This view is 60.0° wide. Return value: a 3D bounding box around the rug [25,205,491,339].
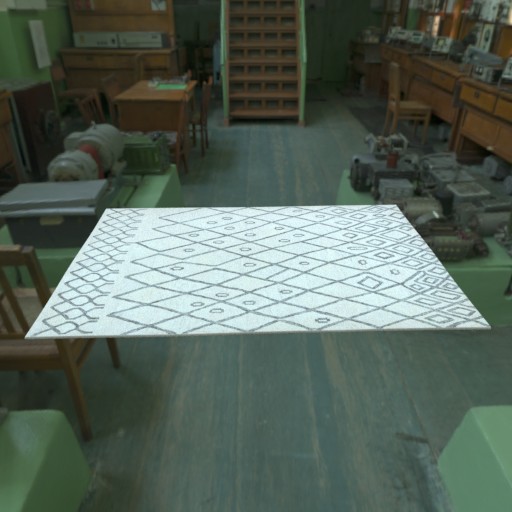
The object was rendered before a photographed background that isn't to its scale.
[{"bbox_3d":[0.000,0.000,2.259,1.828,0.015,1.222,-1,30,-2],"label":"rug"}]
